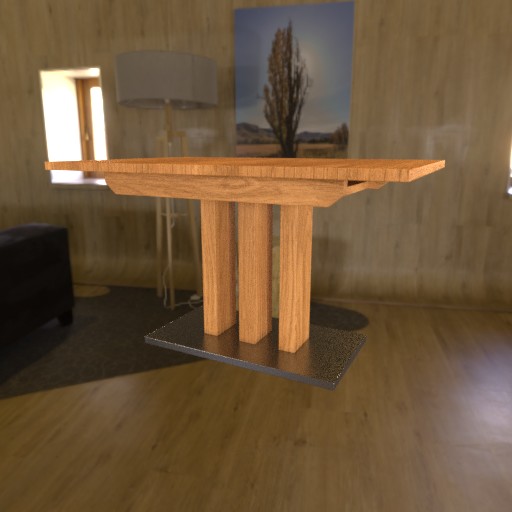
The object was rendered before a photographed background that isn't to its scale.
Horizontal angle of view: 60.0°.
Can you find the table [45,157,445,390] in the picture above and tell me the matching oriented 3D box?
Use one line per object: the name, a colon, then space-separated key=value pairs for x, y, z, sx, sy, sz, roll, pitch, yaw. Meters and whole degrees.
table: x=0.000 y=0.000 z=1.832 sx=1.300 sy=0.770 sz=0.900 roll=7 pitch=15 yaw=27
